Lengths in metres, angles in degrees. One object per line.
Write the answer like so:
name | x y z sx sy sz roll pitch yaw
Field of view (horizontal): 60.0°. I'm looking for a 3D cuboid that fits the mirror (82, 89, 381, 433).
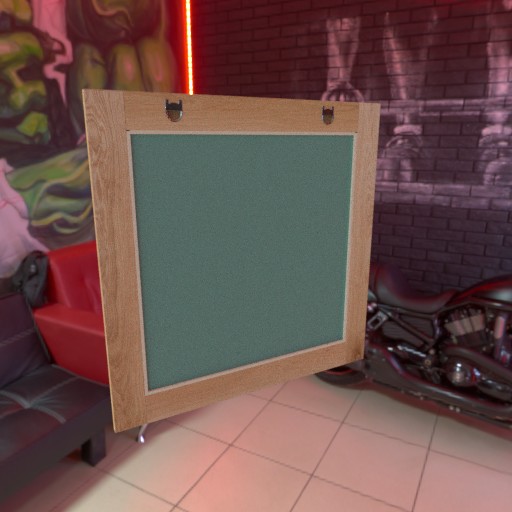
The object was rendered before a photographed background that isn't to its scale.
mirror | 0.000 0.000 1.185 0.800 0.800 0.020 -8 17 -28
